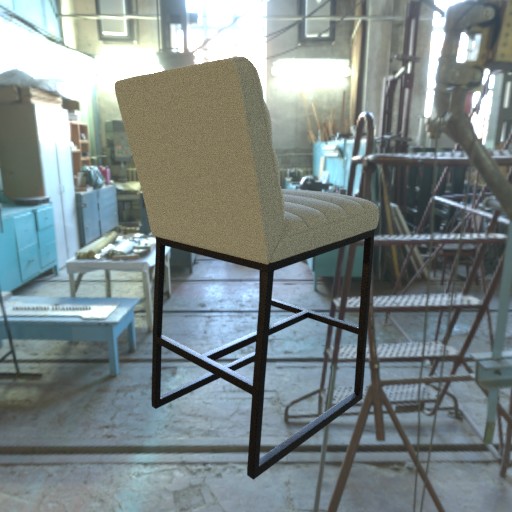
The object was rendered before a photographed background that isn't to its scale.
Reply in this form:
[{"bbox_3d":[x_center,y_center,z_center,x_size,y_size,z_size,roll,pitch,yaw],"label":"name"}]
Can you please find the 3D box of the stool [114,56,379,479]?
[{"bbox_3d":[0.000,0.000,1.249,0.460,0.940,0.560,13,19,43],"label":"stool"}]
